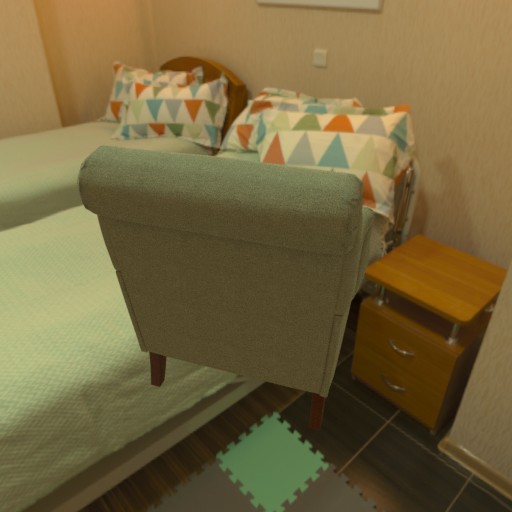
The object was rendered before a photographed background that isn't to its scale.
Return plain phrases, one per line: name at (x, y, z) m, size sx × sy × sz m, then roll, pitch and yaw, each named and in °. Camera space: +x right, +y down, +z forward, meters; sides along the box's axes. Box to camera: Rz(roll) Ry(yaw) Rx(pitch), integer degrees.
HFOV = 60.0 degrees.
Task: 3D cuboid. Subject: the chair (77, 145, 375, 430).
chair at (0.000, 0.000, 2.003) m, size 0.964 × 1.178 × 1.060 m, roll 10°, pitch 33°, yaw 15°
